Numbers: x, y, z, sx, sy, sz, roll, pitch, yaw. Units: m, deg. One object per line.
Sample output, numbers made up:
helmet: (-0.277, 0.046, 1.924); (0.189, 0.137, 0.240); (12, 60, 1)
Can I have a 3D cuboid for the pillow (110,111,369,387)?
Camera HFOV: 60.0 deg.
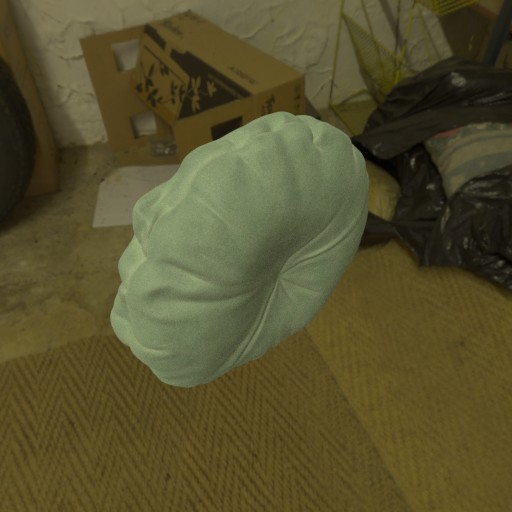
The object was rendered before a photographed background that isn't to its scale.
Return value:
pillow: (0.000, 0.000, 0.637); (0.428, 0.407, 0.148); (-31, 53, -26)
